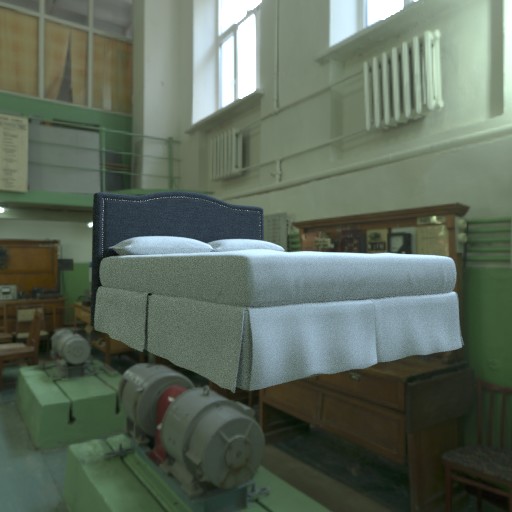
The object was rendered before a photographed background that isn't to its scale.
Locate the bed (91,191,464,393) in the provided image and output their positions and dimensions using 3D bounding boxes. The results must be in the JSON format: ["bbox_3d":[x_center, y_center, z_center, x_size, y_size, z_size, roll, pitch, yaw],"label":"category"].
[{"bbox_3d":[0.000,0.000,3.896,2.161,1.457,2.689,1,-1,-36],"label":"bed"}]
